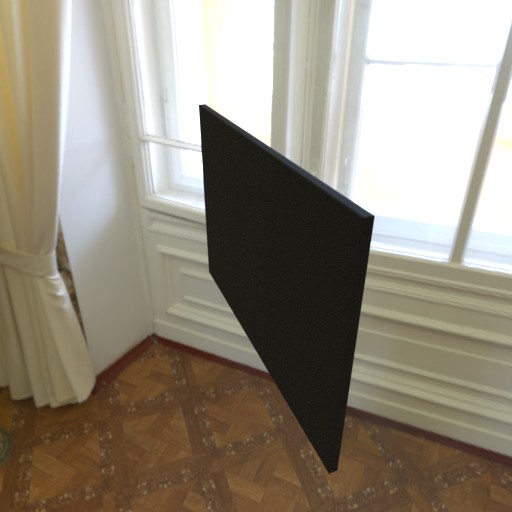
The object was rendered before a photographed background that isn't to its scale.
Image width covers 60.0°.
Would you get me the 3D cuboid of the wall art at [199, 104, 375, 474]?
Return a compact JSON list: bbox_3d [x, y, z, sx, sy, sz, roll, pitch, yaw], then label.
[{"bbox_3d":[0.000,0.000,1.265,0.049,0.659,0.964,-11,32,-18],"label":"wall art"}]
